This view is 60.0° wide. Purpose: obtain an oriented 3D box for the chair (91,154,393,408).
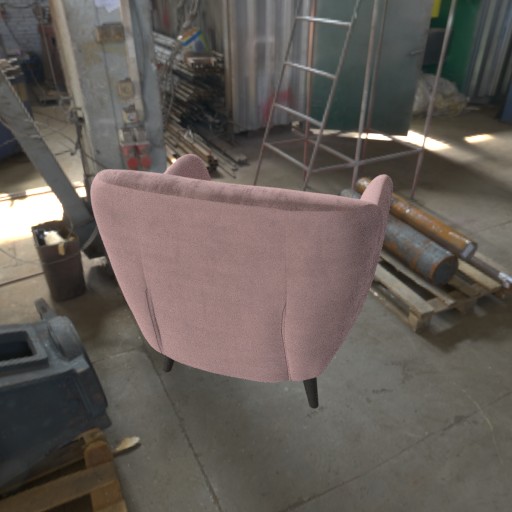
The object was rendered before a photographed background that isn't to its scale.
[{"bbox_3d":[0.000,0.000,1.539,0.840,0.820,0.820,9,33,14],"label":"chair"}]
